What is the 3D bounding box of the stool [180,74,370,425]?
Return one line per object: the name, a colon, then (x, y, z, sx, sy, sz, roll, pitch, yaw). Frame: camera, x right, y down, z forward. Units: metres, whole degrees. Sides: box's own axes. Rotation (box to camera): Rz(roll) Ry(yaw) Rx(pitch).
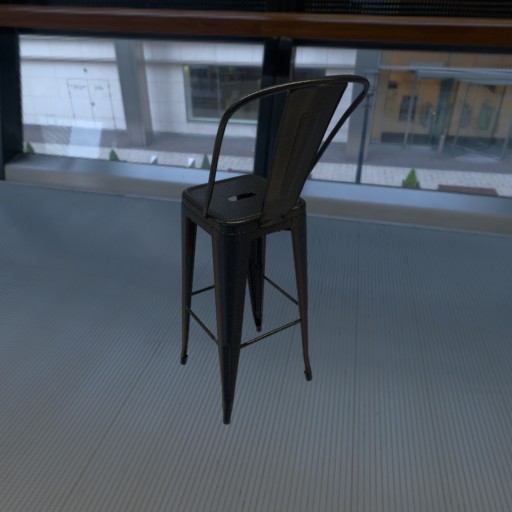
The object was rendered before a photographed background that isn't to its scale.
stool: (0.000, 0.000, 1.363, 0.399, 1.096, 0.513, -19, 35, -28)
